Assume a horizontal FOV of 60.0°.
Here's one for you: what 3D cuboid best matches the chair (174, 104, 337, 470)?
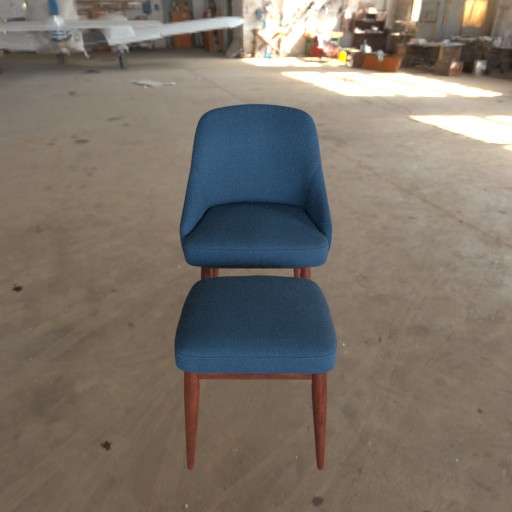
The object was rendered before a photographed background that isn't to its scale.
[{"bbox_3d":[0.000,0.000,1.611,0.584,0.866,1.114,0,29,0],"label":"chair"}]
